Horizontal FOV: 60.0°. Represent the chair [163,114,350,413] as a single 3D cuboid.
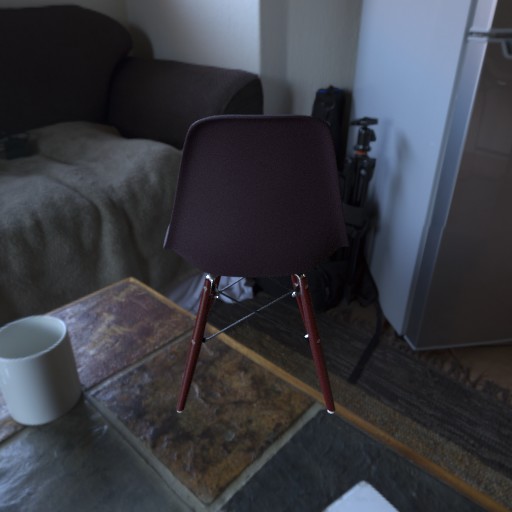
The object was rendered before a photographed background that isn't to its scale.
[{"bbox_3d":[0.000,0.000,1.150,0.470,0.826,0.533,-1,30,-1],"label":"chair"}]
